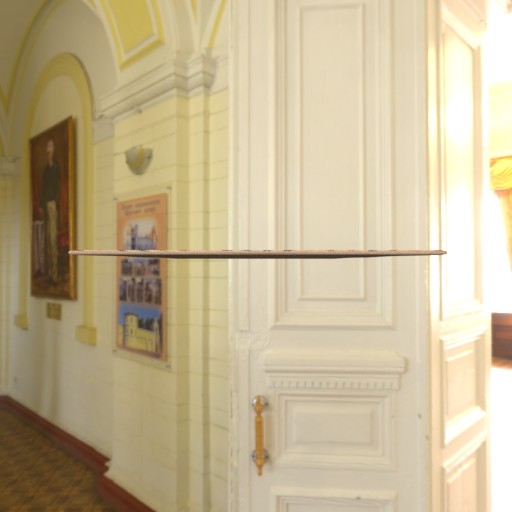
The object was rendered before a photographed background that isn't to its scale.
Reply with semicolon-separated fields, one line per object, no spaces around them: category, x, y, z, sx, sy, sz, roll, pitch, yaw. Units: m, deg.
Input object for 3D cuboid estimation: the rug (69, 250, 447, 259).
rug;0.000;0.000;2.994;1.521;0.023;2.464;0;-1;0
